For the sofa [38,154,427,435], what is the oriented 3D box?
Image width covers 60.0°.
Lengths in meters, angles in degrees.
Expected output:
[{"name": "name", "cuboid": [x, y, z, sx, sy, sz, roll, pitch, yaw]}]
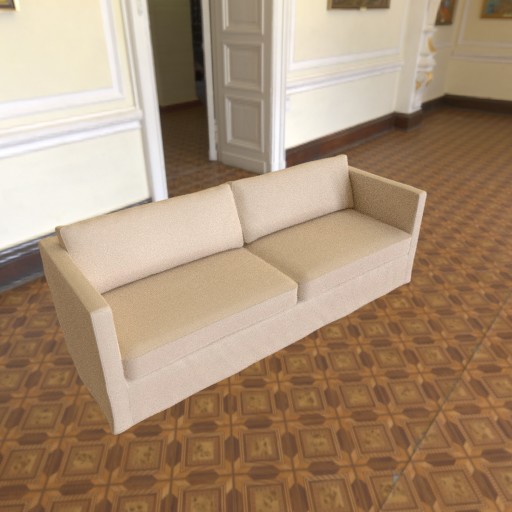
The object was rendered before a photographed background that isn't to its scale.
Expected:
[{"name": "sofa", "cuboid": [0.000, 0.000, 3.356, 2.779, 0.999, 1.036, -20, 35, -32]}]
